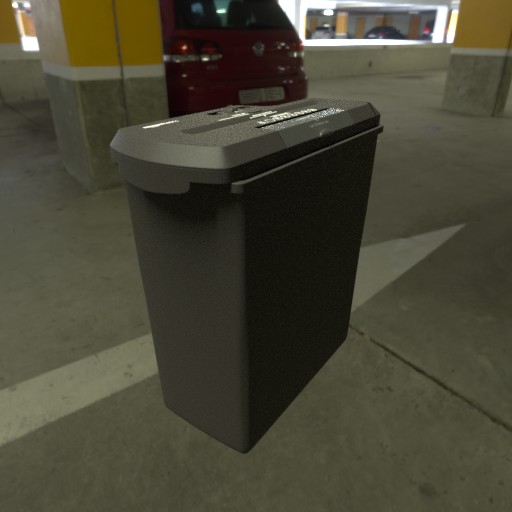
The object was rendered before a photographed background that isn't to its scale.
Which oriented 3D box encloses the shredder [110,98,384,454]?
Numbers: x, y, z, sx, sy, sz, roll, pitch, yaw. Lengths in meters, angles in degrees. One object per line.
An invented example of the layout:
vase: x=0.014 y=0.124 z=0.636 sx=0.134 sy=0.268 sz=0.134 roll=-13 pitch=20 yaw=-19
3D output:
shredder: x=0.000 y=0.000 z=0.522 sx=0.170 sy=0.335 sz=0.320 roll=18 pitch=32 yaw=31
